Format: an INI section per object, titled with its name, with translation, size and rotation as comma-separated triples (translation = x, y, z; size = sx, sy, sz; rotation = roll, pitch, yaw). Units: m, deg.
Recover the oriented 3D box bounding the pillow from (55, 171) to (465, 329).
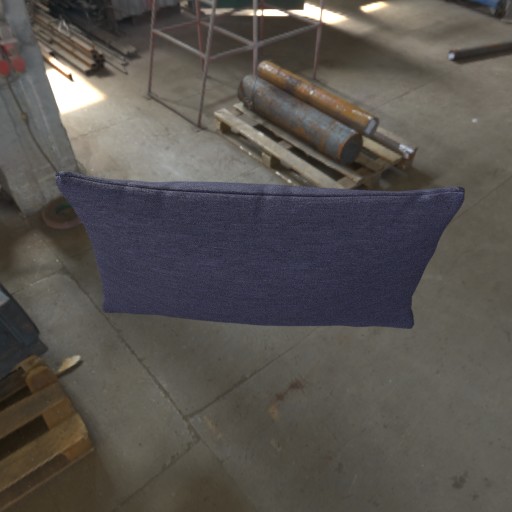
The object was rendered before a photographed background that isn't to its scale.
[pillow]
translation = 0.000, 0.000, 0.796
size = 0.633, 0.338, 0.210
rotation = 3, 45, 3
